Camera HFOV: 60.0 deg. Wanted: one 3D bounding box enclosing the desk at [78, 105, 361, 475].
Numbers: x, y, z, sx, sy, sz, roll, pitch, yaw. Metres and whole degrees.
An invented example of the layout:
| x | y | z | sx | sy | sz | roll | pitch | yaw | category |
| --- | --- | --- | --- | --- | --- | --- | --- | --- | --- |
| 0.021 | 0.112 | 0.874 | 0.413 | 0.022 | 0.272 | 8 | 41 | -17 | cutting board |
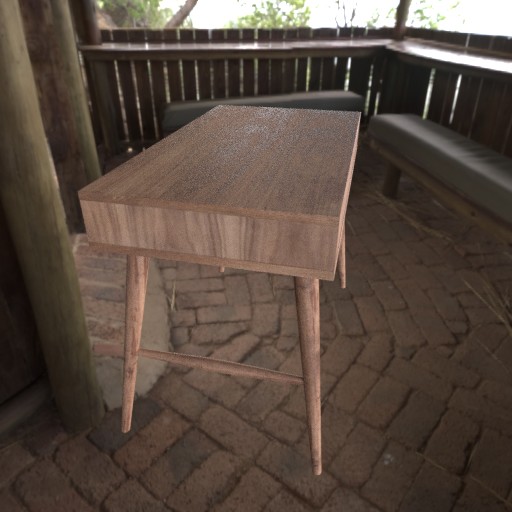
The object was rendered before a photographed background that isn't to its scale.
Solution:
| x | y | z | sx | sy | sz | roll | pitch | yaw | category |
| --- | --- | --- | --- | --- | --- | --- | --- | --- | --- |
| 0.000 | 0.000 | 1.455 | 0.588 | 0.758 | 0.949 | 7 | 30 | 12 | desk |
